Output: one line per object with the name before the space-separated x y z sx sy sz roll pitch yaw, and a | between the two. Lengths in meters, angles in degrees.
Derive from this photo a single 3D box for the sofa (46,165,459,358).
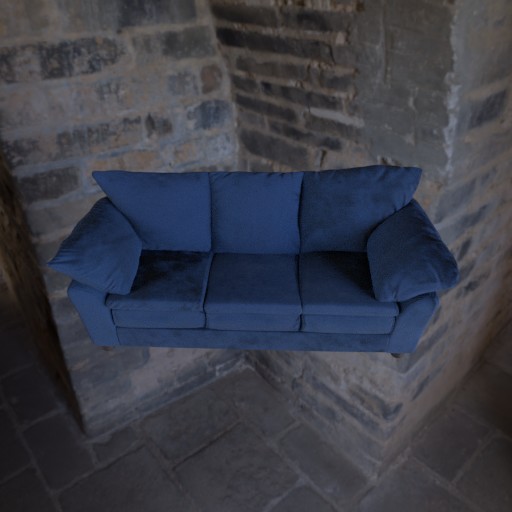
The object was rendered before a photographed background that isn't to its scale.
sofa | 0.000 0.000 2.961 2.390 1.091 0.907 1 31 2
